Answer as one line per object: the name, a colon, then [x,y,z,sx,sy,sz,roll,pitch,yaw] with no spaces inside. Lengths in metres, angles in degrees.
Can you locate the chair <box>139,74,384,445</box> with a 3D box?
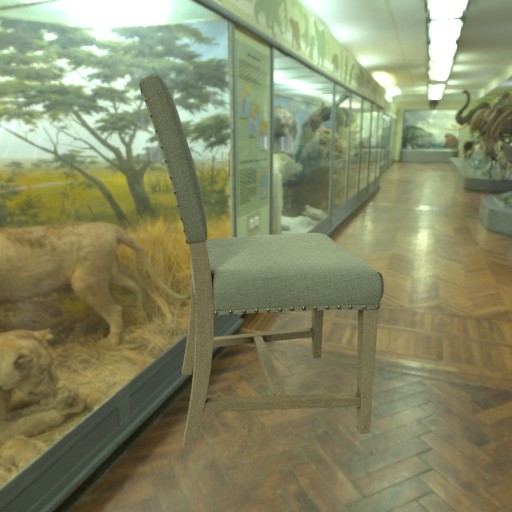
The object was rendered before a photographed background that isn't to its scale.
chair: [0.000,0.000,1.371,0.622,0.986,0.508,-3,16,-9]
